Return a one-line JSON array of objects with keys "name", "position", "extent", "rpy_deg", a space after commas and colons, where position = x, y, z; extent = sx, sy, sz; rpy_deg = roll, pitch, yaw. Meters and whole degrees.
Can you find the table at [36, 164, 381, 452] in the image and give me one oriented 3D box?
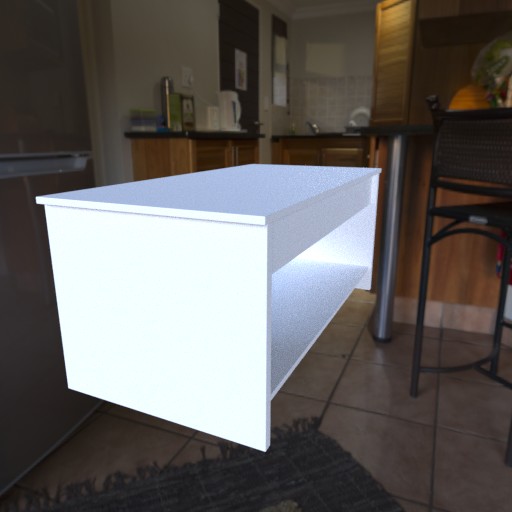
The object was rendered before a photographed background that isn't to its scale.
[{"name": "table", "position": [0.000, 0.000, 1.275], "extent": [0.500, 0.441, 1.000], "rpy_deg": [7, 17, 24]}]
